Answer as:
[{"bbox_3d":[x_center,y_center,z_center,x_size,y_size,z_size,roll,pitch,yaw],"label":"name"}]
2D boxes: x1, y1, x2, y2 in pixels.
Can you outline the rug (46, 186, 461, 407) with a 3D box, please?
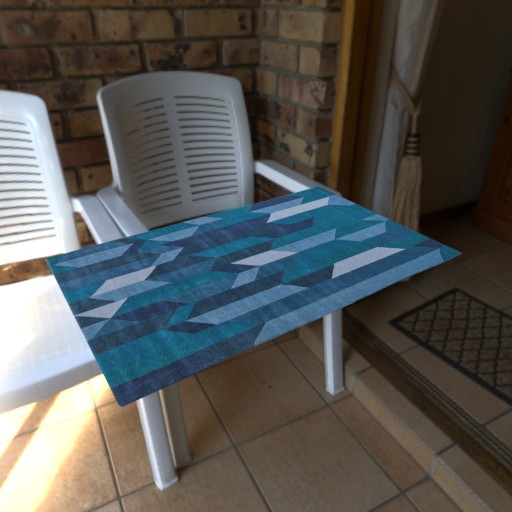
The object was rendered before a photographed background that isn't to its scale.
[{"bbox_3d":[0.000,0.000,3.039,2.420,0.005,1.528,-18,35,-29],"label":"rug"}]
